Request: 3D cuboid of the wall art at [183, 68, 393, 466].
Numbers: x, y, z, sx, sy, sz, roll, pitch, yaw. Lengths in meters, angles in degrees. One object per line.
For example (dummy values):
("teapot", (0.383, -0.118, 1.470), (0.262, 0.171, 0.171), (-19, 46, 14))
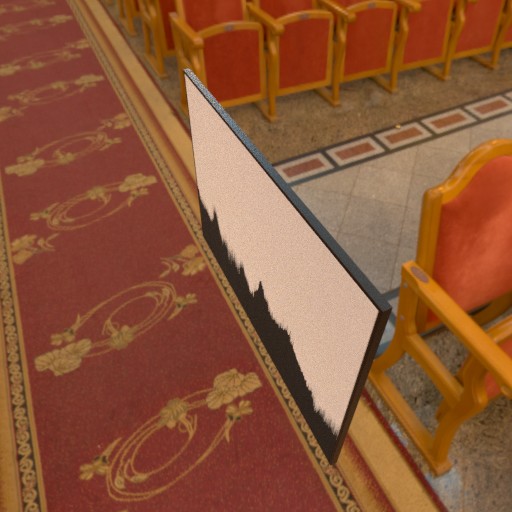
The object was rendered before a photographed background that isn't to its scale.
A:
("wall art", (0.000, 0.000, 1.218), (0.019, 0.660, 0.957), (-18, 49, -17))
